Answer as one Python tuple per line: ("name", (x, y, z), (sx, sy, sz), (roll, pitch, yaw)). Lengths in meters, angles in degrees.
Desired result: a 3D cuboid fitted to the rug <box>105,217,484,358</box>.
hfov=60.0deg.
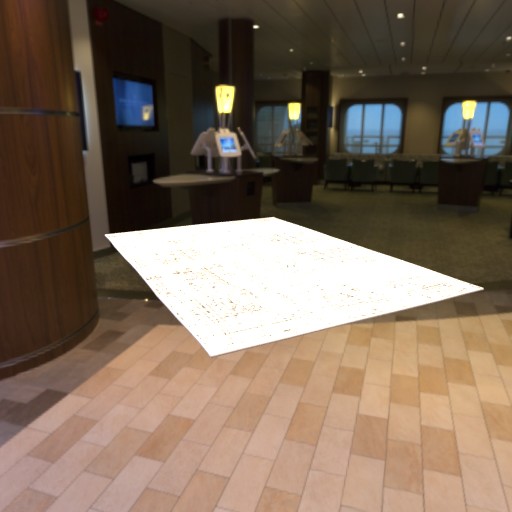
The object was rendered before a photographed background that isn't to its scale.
("rug", (0.000, 0.000, 3.210), (1.706, 0.026, 2.438), (-8, 18, -27))
